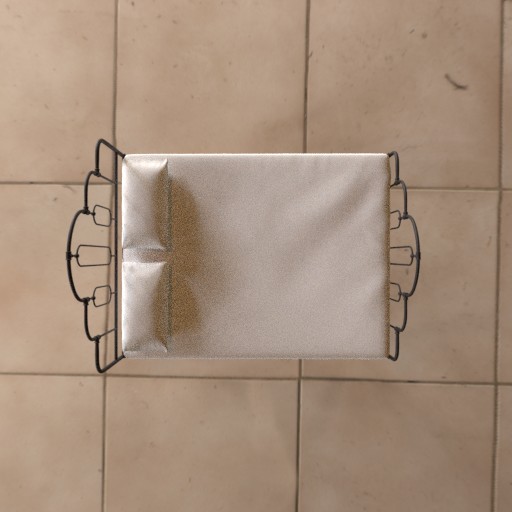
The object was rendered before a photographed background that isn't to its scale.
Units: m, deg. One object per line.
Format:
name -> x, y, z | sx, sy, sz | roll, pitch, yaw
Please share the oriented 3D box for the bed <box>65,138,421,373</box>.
bed -> 0.000, 0.000, 3.219 | 2.163, 1.429, 1.640 | 0, 90, 1
